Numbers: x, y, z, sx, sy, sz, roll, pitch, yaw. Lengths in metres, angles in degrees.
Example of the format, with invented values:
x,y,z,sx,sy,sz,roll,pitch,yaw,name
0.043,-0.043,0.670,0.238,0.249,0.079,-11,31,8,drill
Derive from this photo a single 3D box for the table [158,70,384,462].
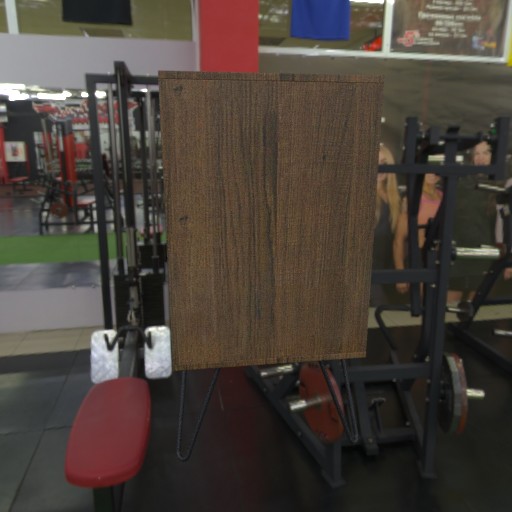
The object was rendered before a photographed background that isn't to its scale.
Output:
x,y,z,sx,sy,sz,roll,pitch,yaw,name
0.000,0.000,1.219,0.457,0.866,0.526,-2,14,-8,table
